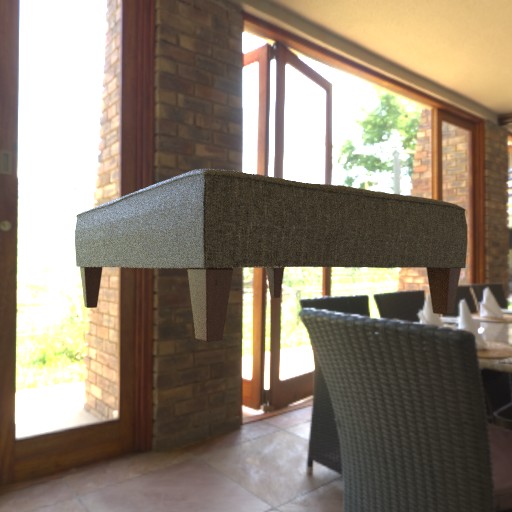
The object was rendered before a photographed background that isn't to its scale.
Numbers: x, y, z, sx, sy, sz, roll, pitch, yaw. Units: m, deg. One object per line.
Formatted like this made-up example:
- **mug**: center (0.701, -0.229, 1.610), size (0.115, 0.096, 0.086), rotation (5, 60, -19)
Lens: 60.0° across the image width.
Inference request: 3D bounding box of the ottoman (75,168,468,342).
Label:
- **ottoman**: center (0.000, 0.000, 1.542), size (0.981, 0.379, 1.016), rotation (1, -2, -36)
